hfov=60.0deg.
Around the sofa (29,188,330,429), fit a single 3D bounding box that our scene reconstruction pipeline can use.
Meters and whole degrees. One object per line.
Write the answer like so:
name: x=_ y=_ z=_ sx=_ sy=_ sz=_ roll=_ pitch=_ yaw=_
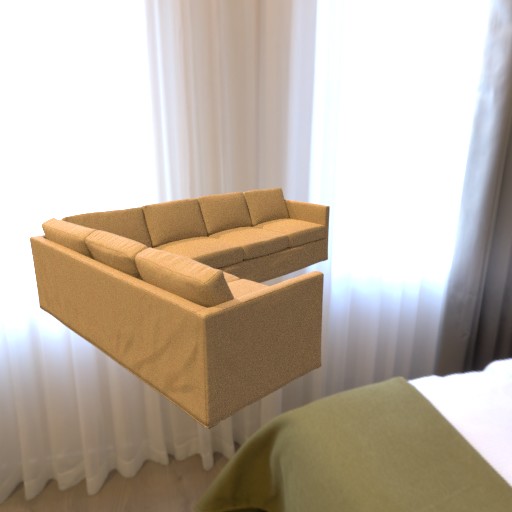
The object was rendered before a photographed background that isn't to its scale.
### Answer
sofa: x=0.000 y=0.000 z=4.173 sx=2.432 sy=0.871 sz=3.182 roll=15 pitch=22 yaw=42
